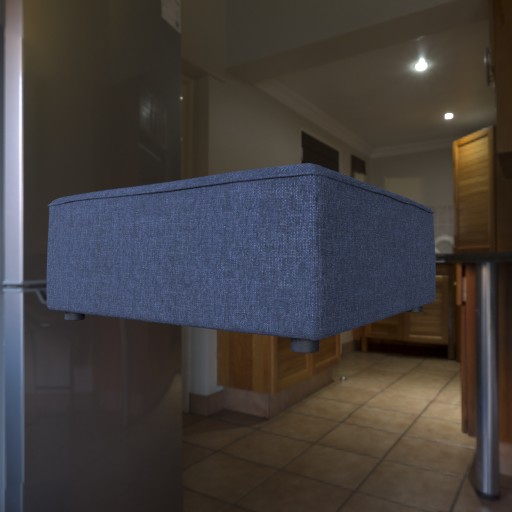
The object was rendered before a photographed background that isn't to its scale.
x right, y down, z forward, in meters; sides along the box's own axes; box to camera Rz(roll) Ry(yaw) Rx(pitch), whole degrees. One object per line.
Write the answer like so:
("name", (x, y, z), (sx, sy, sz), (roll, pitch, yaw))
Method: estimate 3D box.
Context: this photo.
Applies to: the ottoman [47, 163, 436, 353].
("ottoman", (0.000, 0.000, 1.580), (1.023, 0.423, 1.017), (0, 0, 35))
